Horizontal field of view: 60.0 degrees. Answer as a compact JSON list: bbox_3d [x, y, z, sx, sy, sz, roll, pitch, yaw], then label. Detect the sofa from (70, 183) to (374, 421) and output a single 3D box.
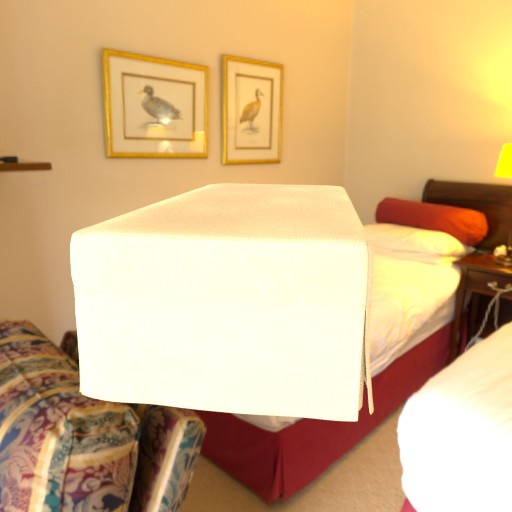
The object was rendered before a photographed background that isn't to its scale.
[{"bbox_3d":[0.000,0.000,2.064,0.939,0.552,1.677,2,14,8],"label":"sofa"}]
